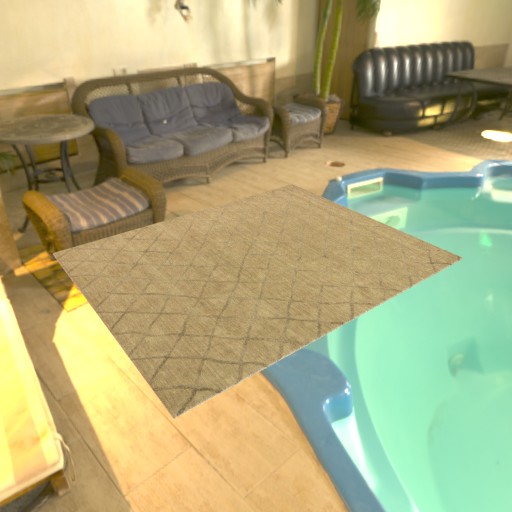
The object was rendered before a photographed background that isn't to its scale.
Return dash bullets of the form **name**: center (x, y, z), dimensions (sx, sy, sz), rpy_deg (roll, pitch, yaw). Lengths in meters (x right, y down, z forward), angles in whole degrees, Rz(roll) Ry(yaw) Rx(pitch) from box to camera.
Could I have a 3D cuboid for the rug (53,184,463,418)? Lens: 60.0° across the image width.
- **rug**: center (0.000, 0.000, 4.196), dimensions (3.038, 0.019, 2.420), rpy_deg (-21, 36, -32)
